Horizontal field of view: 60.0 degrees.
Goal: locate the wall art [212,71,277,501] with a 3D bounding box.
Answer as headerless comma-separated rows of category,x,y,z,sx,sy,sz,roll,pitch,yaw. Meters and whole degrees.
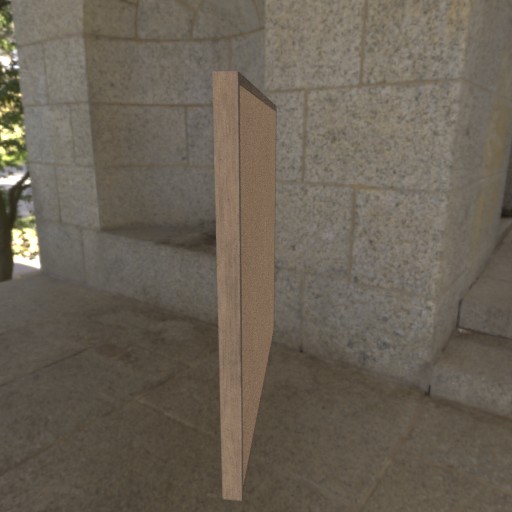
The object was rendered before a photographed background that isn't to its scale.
wall art,0.000,0.000,1.112,0.038,0.762,0.762,2,15,7
